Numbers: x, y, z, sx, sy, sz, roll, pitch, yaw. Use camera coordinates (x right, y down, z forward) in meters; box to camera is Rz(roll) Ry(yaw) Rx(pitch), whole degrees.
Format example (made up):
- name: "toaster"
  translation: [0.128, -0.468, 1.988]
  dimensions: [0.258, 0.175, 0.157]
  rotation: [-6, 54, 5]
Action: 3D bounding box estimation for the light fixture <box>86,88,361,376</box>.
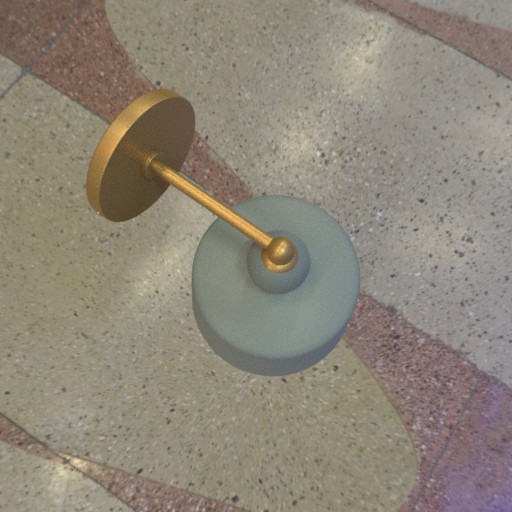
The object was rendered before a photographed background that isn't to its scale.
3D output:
- name: "light fixture"
  translation: [0.000, 0.000, 0.442]
  dimensions: [0.254, 0.268, 0.204]
  rotation: [35, 78, 9]
